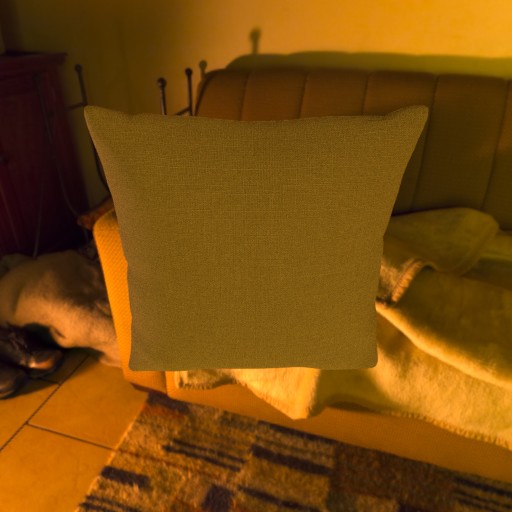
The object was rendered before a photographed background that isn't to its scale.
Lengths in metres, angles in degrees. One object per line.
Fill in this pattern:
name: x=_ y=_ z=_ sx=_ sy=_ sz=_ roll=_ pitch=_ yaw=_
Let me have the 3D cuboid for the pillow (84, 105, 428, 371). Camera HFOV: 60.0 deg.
pillow: x=0.000 y=0.000 z=0.657 sx=0.429 sy=0.436 sz=0.159 roll=-1 pitch=30 yaw=-2
